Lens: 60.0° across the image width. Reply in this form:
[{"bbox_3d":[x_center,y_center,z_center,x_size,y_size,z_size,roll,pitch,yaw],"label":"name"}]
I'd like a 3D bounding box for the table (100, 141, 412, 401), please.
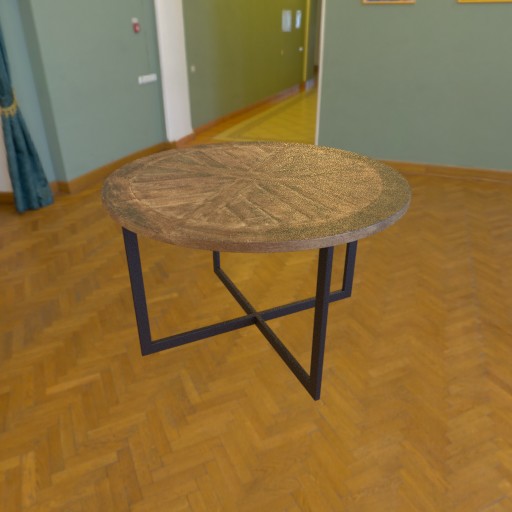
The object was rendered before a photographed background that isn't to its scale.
[{"bbox_3d":[0.000,0.000,2.063,1.264,0.762,1.264,0,28,0],"label":"table"}]
